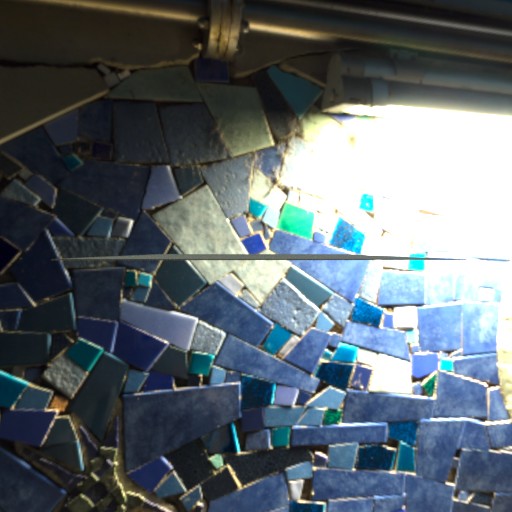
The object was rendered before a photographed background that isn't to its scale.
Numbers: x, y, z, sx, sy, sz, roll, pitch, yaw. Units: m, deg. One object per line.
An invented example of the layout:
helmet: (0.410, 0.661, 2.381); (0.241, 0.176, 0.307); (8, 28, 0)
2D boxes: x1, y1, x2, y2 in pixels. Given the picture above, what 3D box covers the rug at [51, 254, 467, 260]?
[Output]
rug: (0.000, 0.000, 4.194); (2.438, 0.006, 3.197); (0, 1, -1)
